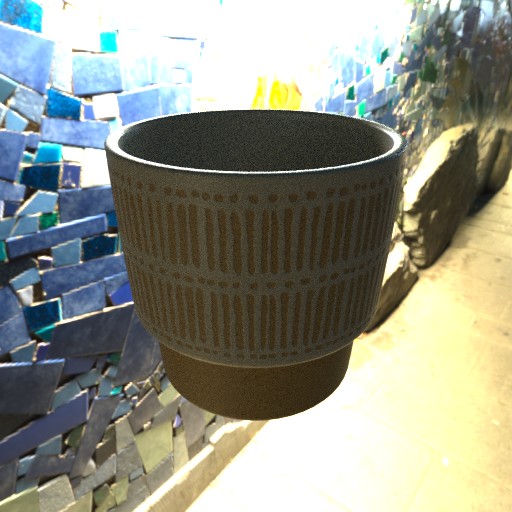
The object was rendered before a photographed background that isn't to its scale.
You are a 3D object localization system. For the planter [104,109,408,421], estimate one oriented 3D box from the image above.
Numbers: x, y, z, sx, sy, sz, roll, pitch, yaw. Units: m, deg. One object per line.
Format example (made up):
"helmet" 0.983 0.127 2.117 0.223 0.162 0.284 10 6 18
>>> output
"planter" 0.000 0.000 0.550 0.317 0.303 0.317 0 27 0
